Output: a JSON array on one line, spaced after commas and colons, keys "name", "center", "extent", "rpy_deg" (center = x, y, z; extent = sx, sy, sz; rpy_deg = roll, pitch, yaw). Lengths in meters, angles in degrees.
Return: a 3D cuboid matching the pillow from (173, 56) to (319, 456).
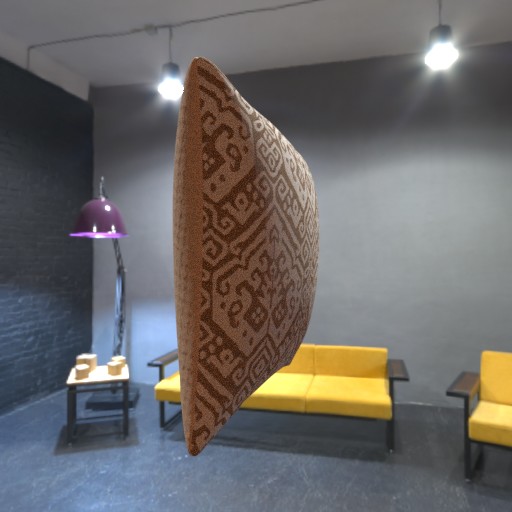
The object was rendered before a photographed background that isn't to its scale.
[{"name": "pillow", "center": [0.000, 0.000, 0.640], "extent": [0.173, 0.407, 0.419], "rpy_deg": [0, 0, 18]}]
